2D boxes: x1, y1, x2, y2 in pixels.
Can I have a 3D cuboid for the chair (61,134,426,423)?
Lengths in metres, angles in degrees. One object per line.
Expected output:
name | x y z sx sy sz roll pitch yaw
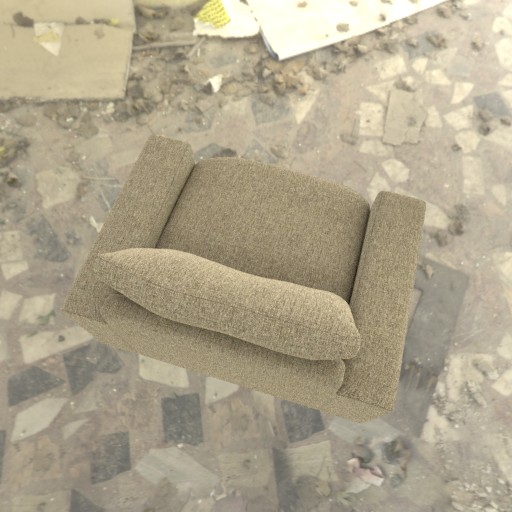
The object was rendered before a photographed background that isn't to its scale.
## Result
chair | 0.000 0.000 2.051 1.398 0.915 1.039 15 66 7
